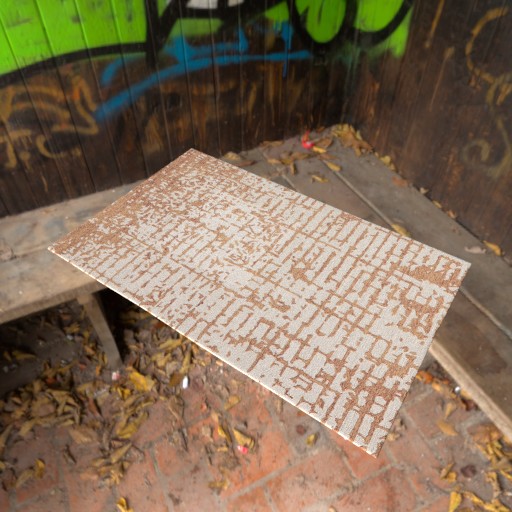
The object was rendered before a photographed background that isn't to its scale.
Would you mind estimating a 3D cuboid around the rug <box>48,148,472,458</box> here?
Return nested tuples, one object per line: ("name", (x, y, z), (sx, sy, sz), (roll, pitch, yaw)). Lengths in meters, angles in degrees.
("rug", (0.000, 0.000, 2.991), (2.435, 0.011, 1.517), (27, 52, 23))
